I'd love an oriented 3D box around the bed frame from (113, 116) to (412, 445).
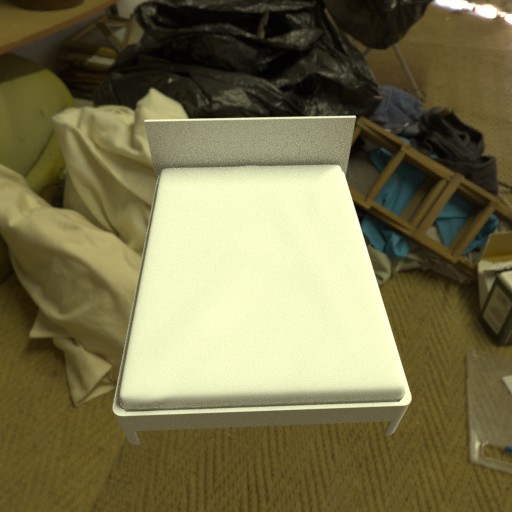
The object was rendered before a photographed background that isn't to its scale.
[{"bbox_3d":[0.000,0.000,2.744,1.490,0.800,1.950,-2,46,-2],"label":"bed frame"}]
